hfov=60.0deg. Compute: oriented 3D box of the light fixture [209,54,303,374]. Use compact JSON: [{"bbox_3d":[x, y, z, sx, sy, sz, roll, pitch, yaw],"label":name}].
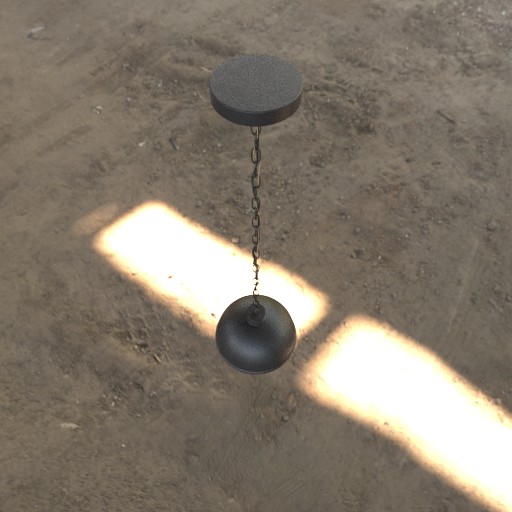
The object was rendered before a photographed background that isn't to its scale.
[{"bbox_3d":[0.000,0.000,1.209,0.304,1.090,0.304,2,57,1],"label":"light fixture"}]
